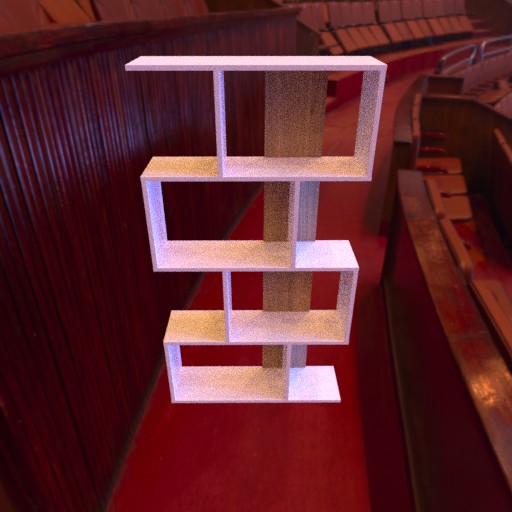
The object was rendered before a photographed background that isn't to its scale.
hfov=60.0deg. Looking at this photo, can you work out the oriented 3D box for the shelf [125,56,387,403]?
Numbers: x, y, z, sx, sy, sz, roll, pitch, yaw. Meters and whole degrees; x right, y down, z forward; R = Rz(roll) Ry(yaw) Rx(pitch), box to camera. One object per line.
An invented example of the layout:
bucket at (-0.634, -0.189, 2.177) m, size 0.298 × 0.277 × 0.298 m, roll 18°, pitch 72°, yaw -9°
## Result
shelf at (0.000, 0.000, 2.029) m, size 0.890 × 1.650 × 0.250 m, roll 0°, pitch 31°, yaw 0°
